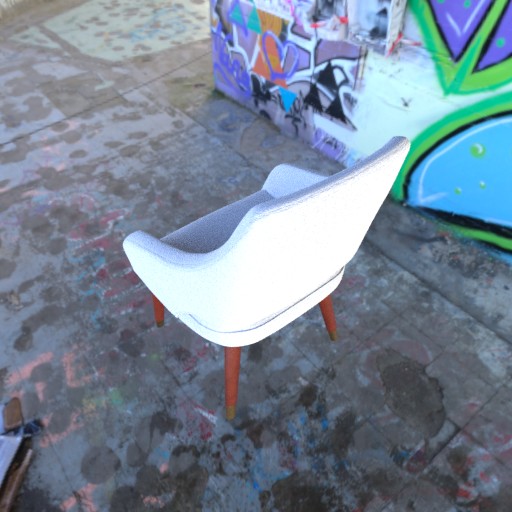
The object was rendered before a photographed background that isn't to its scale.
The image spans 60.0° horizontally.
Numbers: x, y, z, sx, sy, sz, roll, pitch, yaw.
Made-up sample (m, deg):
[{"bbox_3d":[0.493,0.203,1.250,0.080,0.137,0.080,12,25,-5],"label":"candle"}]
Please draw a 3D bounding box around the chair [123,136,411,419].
[{"bbox_3d":[0.000,0.000,1.310,0.609,0.889,0.600,-30,52,-26],"label":"chair"}]
